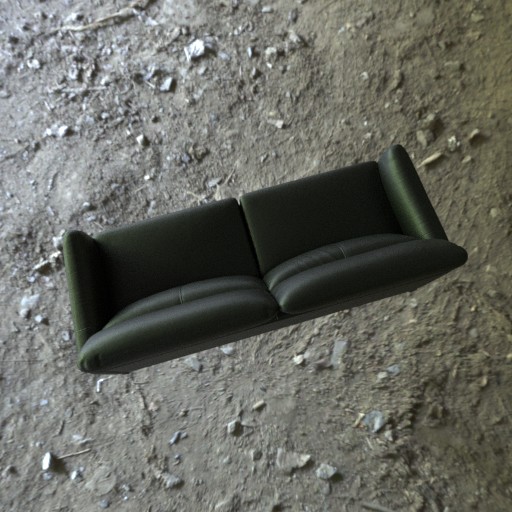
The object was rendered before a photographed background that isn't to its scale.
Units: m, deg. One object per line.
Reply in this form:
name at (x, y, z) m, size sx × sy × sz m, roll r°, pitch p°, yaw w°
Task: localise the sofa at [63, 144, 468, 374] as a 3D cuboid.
sofa at (0.000, 0.000, 2.531) m, size 2.069 × 0.957 × 0.856 m, roll -15°, pitch 75°, yaw -4°
